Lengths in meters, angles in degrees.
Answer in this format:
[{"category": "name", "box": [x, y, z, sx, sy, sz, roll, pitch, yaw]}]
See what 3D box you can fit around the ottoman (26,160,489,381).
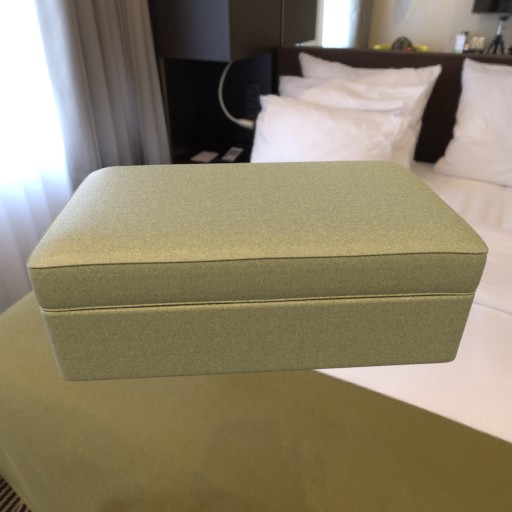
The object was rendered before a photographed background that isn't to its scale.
[{"category": "ottoman", "box": [0.000, 0.000, 1.472, 1.173, 0.494, 0.681, -2, 31, -3]}]
